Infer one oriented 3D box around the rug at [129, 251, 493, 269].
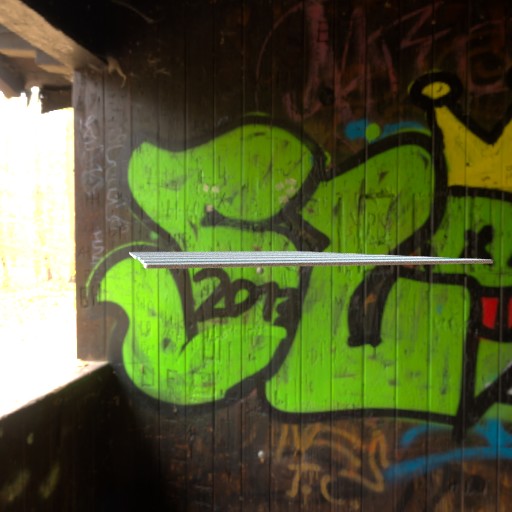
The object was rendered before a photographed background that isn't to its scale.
[{"bbox_3d":[0.000,0.000,2.273,1.210,0.012,1.829,-1,2,-17],"label":"rug"}]
